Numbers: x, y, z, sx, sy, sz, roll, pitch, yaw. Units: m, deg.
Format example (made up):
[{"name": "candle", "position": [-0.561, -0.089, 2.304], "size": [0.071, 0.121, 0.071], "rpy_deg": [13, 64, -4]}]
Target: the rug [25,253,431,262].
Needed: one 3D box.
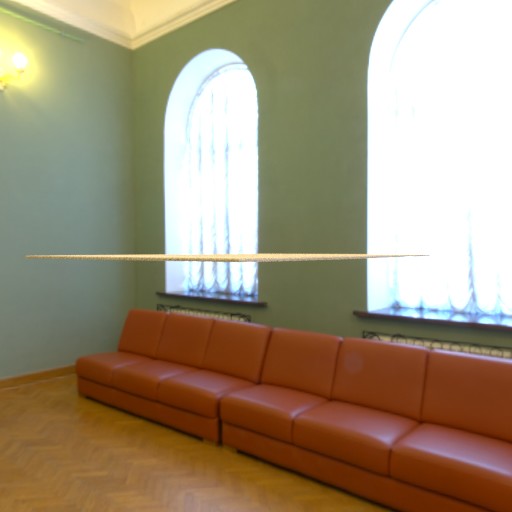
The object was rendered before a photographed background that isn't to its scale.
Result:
[{"name": "rug", "position": [0.000, 0.000, 2.793], "size": [1.509, 0.013, 2.144], "rpy_deg": [1, 1, 38]}]
